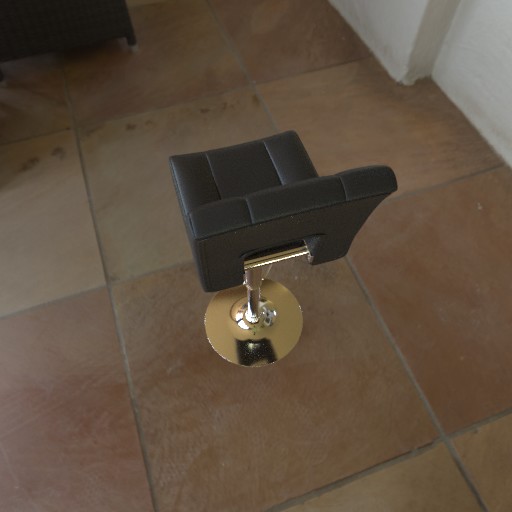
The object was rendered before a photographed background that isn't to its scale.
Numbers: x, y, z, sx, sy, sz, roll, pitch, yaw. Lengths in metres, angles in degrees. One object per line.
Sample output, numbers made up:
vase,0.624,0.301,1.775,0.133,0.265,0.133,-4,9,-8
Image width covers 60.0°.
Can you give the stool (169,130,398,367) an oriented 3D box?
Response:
stool,0.000,0.000,1.378,0.415,1.151,0.520,-14,60,-9
